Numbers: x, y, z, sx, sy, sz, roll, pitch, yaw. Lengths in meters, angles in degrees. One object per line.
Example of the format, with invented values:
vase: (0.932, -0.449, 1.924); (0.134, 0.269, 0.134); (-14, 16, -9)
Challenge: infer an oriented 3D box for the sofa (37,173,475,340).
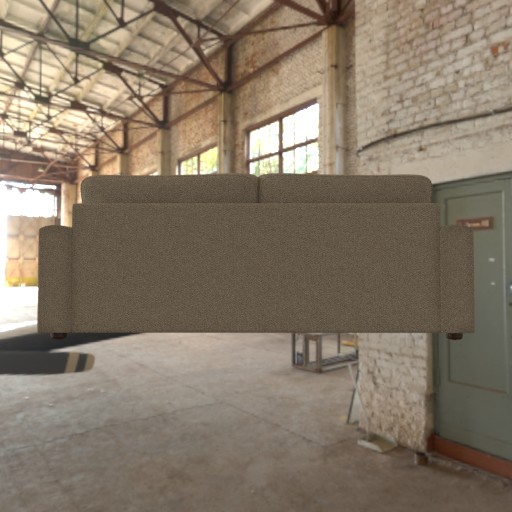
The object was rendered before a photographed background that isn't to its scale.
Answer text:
sofa: (0.000, 0.000, 2.708); (2.179, 0.873, 1.016); (0, -1, 0)
